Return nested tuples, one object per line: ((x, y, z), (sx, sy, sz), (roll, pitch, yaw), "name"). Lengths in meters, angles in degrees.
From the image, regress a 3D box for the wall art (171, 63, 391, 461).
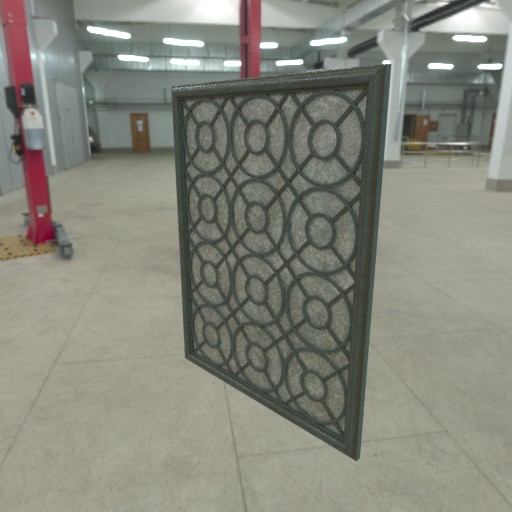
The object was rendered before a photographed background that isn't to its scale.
((0.000, 0.000, 1.308), (0.030, 0.983, 0.767), (-16, 23, -42), "wall art")
